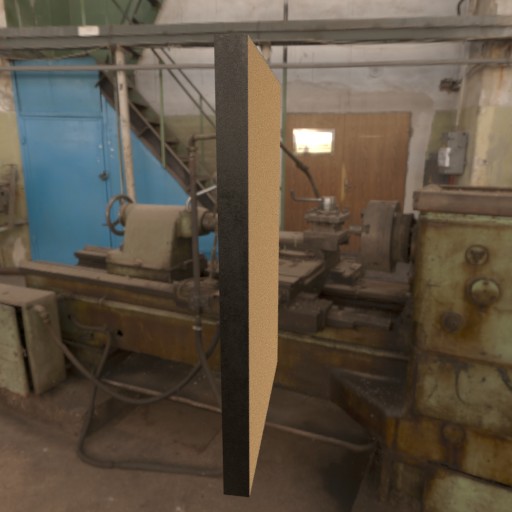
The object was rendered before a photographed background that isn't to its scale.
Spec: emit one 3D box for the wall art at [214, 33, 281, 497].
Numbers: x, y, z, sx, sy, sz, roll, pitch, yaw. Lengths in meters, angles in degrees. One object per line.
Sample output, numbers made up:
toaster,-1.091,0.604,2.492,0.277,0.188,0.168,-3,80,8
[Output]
wall art,0.000,0.000,0.574,0.031,0.457,0.313,2,14,8
